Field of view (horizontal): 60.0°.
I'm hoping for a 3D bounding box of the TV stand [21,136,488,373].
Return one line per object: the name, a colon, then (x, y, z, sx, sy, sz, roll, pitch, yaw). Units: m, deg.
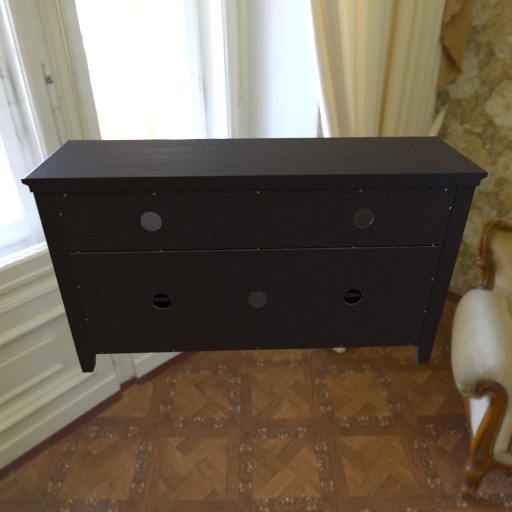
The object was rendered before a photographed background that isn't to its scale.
TV stand: (0.000, 0.000, 1.454, 1.198, 0.681, 0.347, -1, 30, -2)
